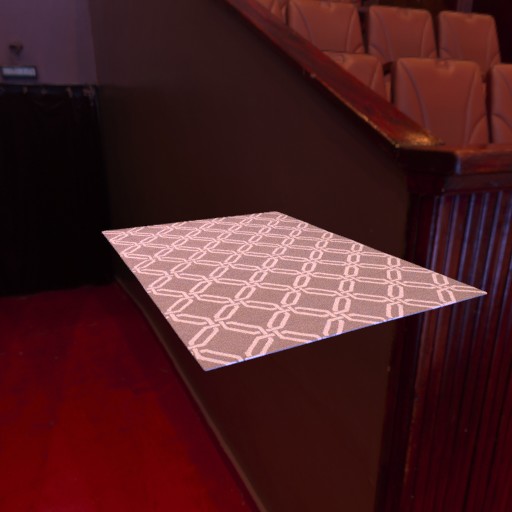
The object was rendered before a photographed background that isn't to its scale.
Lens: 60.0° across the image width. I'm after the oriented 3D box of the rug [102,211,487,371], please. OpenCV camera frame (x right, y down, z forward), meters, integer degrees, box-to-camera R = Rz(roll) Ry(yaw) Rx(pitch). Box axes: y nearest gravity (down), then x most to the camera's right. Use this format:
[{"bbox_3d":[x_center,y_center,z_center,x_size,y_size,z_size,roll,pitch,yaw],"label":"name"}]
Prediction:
[{"bbox_3d":[0.000,0.000,4.476,2.441,0.020,3.419,-9,20,-26],"label":"rug"}]
